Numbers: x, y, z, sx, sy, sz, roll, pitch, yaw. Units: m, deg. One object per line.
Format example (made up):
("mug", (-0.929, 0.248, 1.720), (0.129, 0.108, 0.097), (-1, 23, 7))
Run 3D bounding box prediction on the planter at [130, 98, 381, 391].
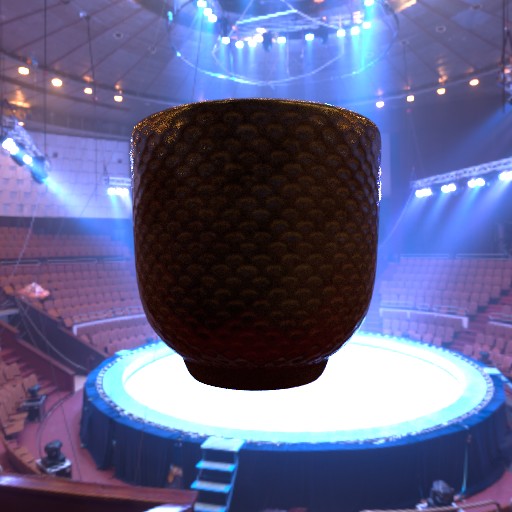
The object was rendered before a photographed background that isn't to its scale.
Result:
("planter", (0.000, 0.000, 0.361), (0.197, 0.191, 0.197), (0, 0, 0))
